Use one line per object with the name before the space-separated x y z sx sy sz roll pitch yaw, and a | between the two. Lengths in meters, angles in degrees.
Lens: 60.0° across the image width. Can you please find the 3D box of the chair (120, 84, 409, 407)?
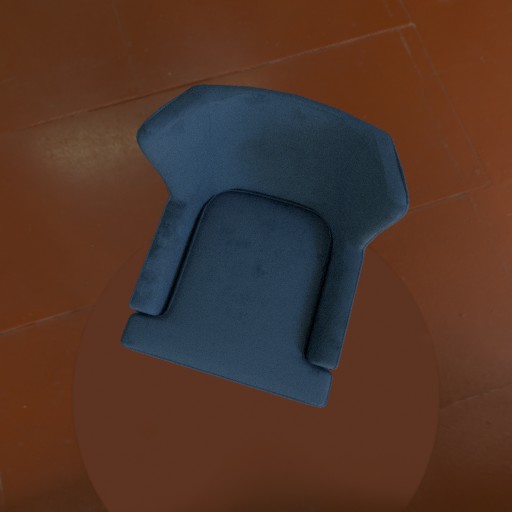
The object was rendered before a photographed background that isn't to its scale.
chair | 0.000 0.000 1.650 0.793 0.952 0.910 16 75 4
